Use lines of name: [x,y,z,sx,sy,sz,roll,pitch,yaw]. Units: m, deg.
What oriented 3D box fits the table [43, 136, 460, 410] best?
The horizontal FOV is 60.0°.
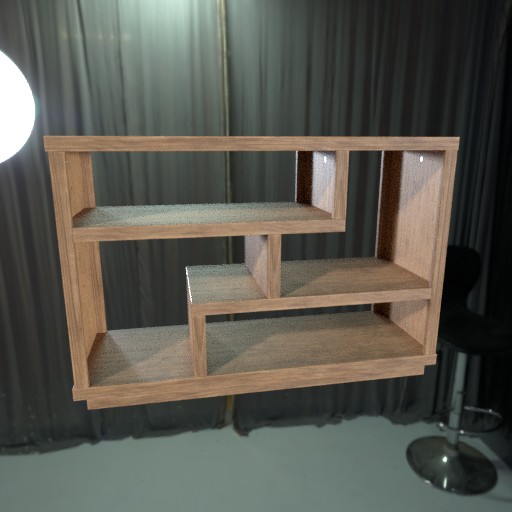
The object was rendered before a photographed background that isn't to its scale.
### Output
table: [0.000,0.000,1.491,1.151,0.771,0.410,-3,15,-11]
